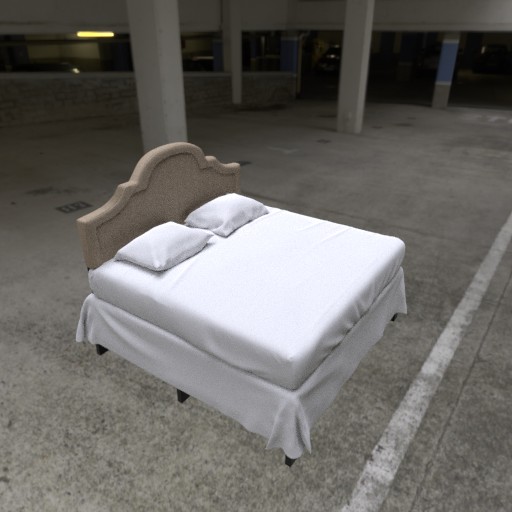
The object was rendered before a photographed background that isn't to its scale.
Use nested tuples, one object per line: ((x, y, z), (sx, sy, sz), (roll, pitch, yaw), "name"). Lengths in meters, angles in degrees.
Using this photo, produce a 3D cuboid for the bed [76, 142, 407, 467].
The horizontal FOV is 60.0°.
((0.000, 0.000, 3.765), (2.222, 1.631, 2.303), (18, 32, 30), "bed")
